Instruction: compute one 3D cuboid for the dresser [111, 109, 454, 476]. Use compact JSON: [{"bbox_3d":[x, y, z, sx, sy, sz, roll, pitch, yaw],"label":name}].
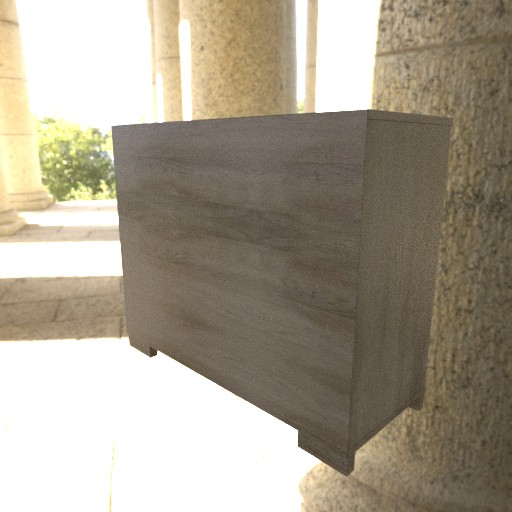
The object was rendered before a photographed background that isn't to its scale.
[{"bbox_3d":[0.000,0.000,1.408,0.994,0.816,0.404,14,19,43],"label":"dresser"}]
